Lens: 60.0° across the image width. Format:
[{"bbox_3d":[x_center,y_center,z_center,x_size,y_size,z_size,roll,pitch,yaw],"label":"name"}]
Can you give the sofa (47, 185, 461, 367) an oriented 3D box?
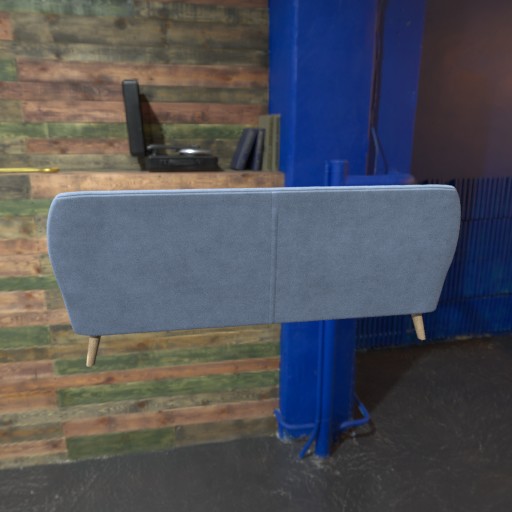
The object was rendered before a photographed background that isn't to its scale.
[{"bbox_3d":[0.000,0.000,2.440,1.970,0.830,0.830,-3,15,-9],"label":"sofa"}]
